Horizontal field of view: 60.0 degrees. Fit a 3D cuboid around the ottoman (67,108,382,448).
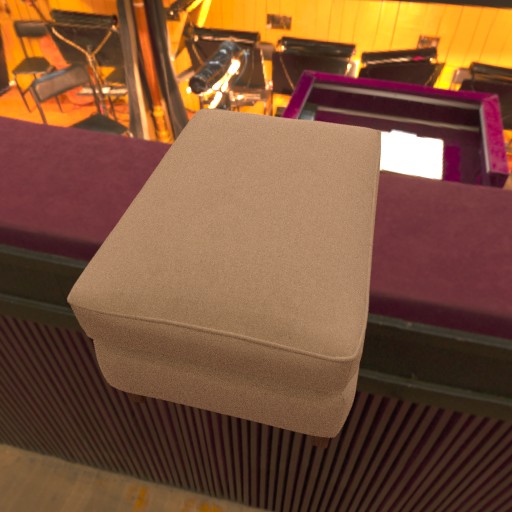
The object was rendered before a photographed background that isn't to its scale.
[{"bbox_3d":[0.000,0.000,0.984,0.501,0.456,0.665,10,46,10],"label":"ottoman"}]
